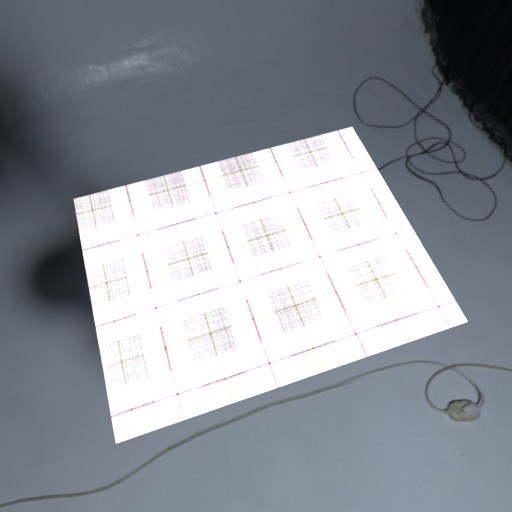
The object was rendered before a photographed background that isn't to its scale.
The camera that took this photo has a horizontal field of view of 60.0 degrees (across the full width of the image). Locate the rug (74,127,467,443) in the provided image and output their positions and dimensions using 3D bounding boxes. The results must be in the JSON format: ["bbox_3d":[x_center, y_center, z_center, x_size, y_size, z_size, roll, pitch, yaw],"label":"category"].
[{"bbox_3d":[0.000,0.000,4.013,2.959,0.016,2.317,-17,63,-9],"label":"rug"}]
